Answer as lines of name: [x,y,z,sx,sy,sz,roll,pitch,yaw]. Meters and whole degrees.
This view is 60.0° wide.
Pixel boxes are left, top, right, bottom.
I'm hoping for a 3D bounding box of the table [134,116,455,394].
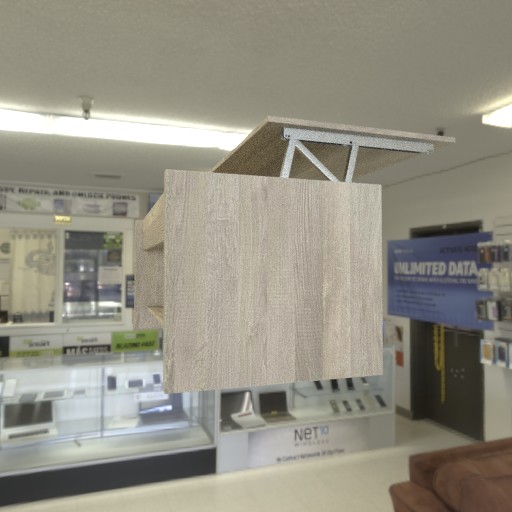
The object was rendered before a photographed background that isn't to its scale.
table: [0.000,0.000,1.455,0.712,0.570,1.000,1,-2,-19]
